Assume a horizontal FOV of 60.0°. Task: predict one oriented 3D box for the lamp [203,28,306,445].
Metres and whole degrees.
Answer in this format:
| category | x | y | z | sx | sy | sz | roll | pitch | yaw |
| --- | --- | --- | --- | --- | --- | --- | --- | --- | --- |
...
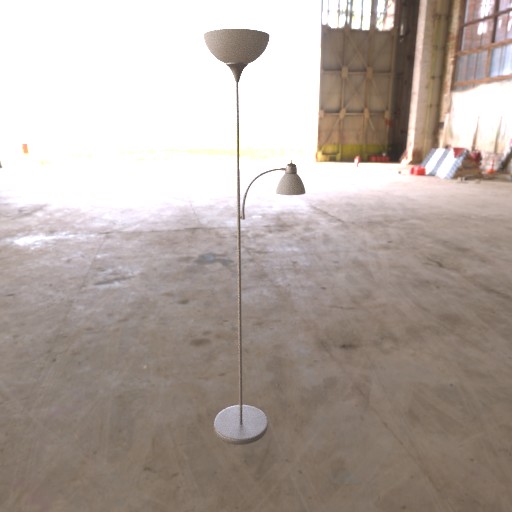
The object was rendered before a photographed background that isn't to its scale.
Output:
| category | x | y | z | sx | sy | sz | roll | pitch | yaw |
| --- | --- | --- | --- | --- | --- | --- | --- | --- | --- |
| lamp | 0.000 | 0.000 | 1.989 | 0.425 | 1.804 | 0.279 | 2 | 16 | 7 |
